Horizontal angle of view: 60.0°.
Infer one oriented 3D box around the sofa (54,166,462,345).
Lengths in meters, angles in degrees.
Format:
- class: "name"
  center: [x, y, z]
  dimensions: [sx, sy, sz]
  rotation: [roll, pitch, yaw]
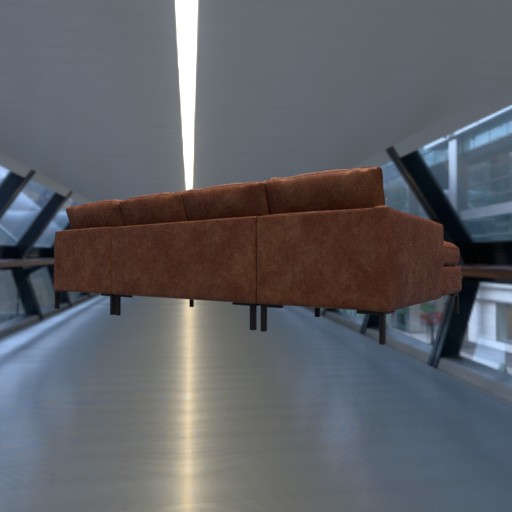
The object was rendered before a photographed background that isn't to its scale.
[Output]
- class: "sofa"
  center: [0.000, 0.000, 3.718]
  dimensions: [2.956, 0.900, 1.939]
  rotation: [-1, -1, 36]
